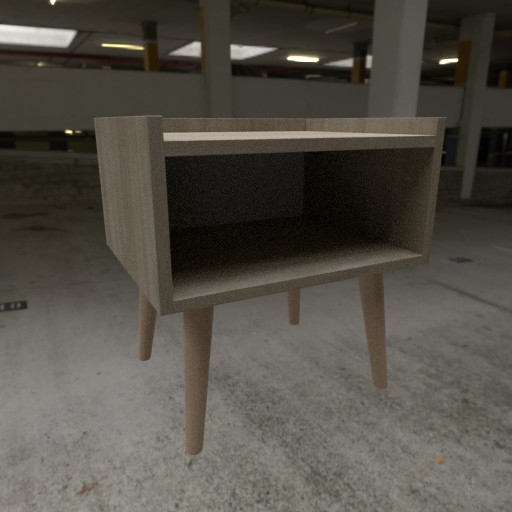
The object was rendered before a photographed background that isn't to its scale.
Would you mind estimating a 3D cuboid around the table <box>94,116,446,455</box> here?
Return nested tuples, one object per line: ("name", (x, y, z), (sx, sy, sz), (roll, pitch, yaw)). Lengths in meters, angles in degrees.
("table", (0.000, 0.000, 0.790), (0.450, 0.470, 0.370), (-9, 19, -26))
